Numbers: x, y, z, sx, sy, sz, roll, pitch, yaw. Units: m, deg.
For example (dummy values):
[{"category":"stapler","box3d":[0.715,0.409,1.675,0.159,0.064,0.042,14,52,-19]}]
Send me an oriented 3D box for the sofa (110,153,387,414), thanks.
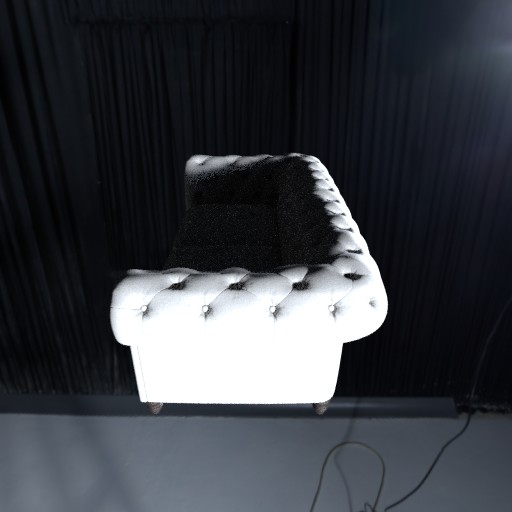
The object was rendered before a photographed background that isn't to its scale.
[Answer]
[{"category":"sofa","box3d":[0.000,0.000,2.466,0.986,0.764,1.998,0,26,0]}]
